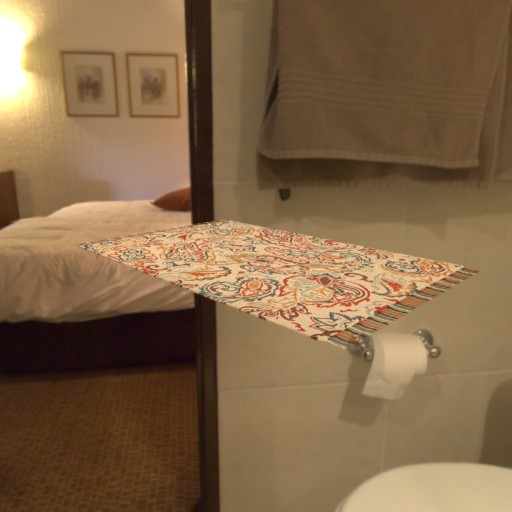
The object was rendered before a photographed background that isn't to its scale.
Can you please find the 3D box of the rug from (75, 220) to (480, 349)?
[{"bbox_3d":[0.000,0.000,2.492,1.997,0.010,1.218,15,21,43],"label":"rug"}]
